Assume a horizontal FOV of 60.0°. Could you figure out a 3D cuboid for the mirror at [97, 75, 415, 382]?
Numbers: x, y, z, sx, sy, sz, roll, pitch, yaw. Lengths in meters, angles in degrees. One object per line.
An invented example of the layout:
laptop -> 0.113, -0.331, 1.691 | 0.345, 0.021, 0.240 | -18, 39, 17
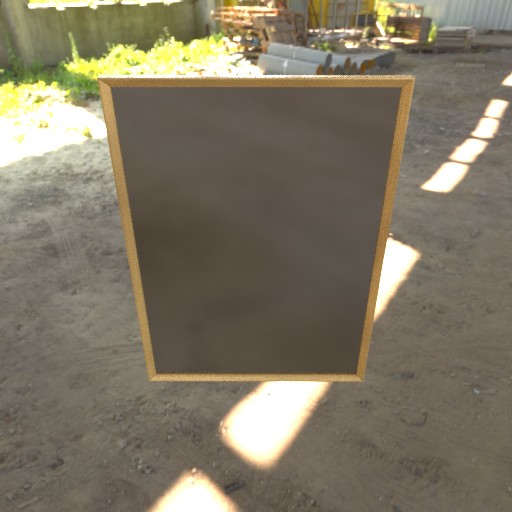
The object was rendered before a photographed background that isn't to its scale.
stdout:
mirror -> 0.000, 0.000, 1.336 | 0.762, 1.016, 0.041 | 0, 31, 0
